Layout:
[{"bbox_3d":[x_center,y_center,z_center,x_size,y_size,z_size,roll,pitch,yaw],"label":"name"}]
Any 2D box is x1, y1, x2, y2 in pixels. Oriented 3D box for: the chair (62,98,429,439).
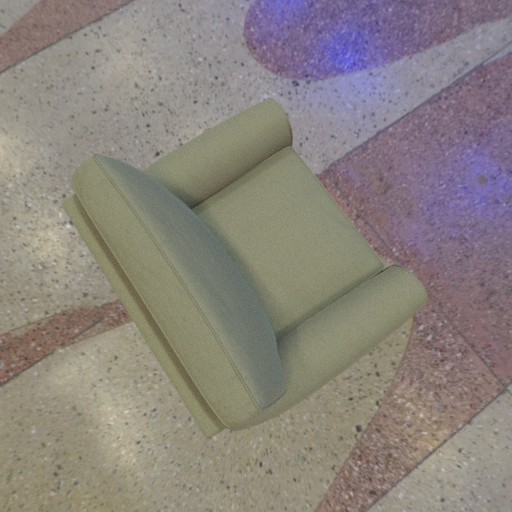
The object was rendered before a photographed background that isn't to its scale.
[{"bbox_3d":[0.000,0.000,1.829,0.988,1.017,1.135,-34,78,-8],"label":"chair"}]
